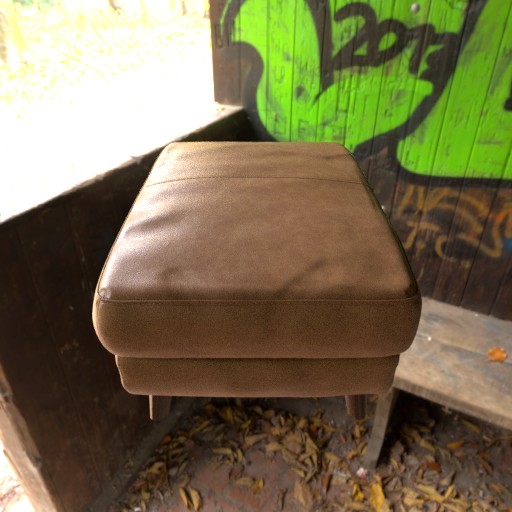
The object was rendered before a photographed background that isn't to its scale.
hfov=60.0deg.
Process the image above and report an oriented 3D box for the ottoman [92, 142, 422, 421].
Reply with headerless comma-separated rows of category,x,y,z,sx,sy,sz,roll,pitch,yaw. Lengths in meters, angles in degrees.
ottoman,0.000,0.000,1.214,0.630,0.461,0.869,0,33,0
